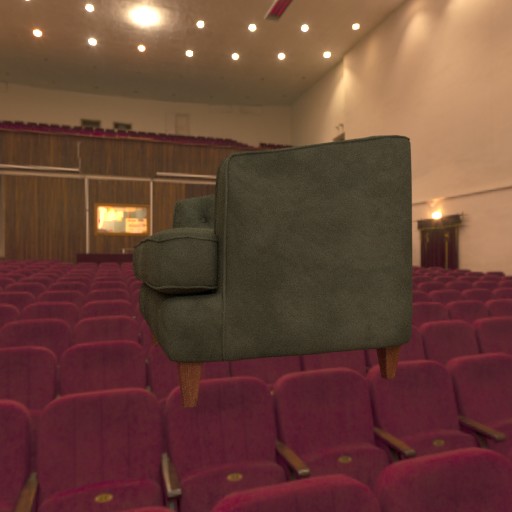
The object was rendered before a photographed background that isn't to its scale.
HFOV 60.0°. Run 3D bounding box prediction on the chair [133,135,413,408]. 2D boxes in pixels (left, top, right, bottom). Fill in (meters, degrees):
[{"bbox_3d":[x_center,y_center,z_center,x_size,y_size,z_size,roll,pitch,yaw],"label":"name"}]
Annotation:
[{"bbox_3d":[0.000,0.000,1.807,0.941,0.852,1.104,0,-1,-18],"label":"chair"}]
